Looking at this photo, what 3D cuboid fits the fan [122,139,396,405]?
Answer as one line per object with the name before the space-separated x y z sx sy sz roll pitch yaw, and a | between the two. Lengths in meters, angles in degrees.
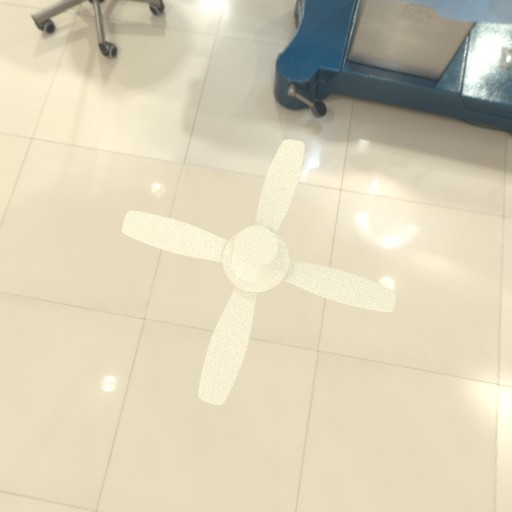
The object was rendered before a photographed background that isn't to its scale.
fan | 0.000 0.000 2.548 1.694 0.382 1.693 17 75 5
